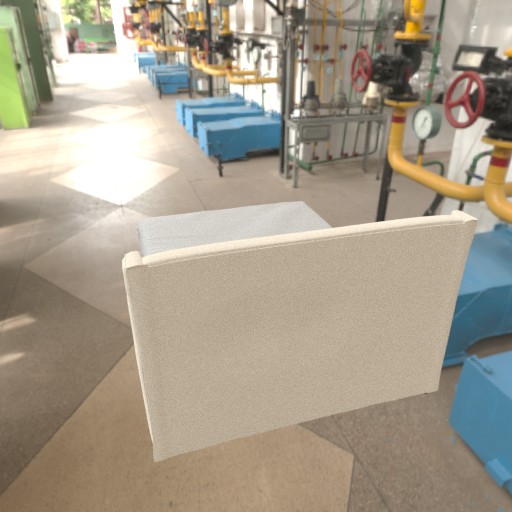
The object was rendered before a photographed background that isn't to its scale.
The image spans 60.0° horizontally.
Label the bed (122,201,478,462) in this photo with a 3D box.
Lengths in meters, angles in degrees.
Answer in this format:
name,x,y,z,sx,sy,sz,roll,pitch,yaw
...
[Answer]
name,x,y,z,sx,sy,sz,roll,pitch,yaw
bed,0.000,0.000,3.451,1.925,1.332,2.276,-8,28,-15
